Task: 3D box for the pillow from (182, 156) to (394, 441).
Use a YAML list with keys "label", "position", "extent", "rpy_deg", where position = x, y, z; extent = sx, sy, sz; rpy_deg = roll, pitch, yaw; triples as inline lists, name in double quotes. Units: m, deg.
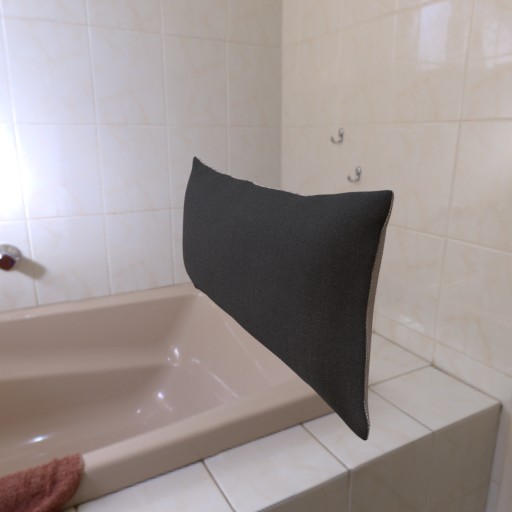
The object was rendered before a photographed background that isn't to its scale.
- label: "pillow"
  position: [0.000, 0.000, 0.744]
  extent: [0.151, 0.305, 0.609]
  rpy_deg: [-7, 17, -26]
